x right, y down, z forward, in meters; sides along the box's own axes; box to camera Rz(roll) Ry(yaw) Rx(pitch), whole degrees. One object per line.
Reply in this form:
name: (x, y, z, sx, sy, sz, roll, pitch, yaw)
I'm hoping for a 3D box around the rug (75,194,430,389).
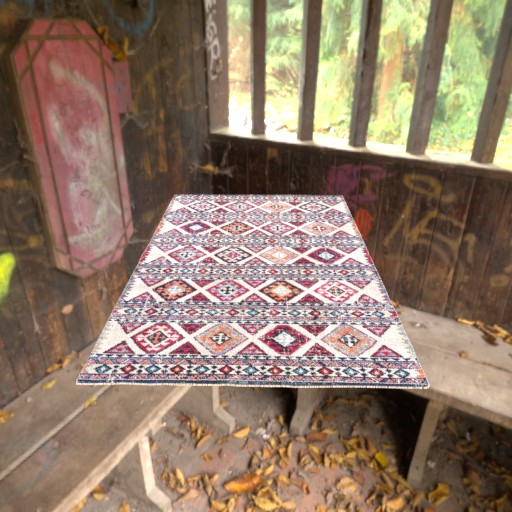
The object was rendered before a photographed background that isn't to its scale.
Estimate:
rug: (0.000, 0.000, 2.989, 1.545, 0.010, 2.440, 0, 27, 1)
